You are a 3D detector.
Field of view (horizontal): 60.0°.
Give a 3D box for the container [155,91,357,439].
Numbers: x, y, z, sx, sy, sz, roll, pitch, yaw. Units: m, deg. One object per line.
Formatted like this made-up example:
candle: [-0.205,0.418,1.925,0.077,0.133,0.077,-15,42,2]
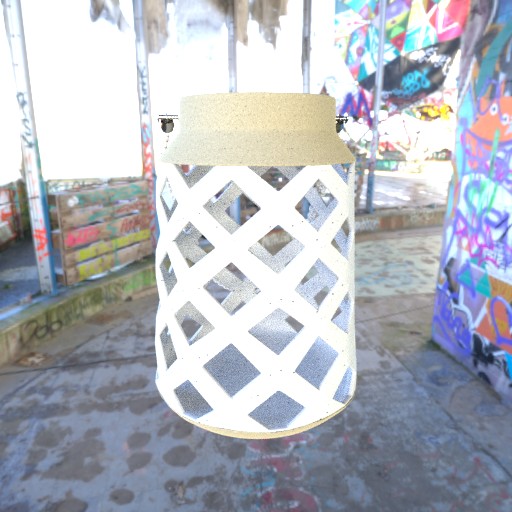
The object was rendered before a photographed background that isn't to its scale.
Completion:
container: [0.000,0.000,0.395,0.188,0.264,0.198,-3,15,-10]
